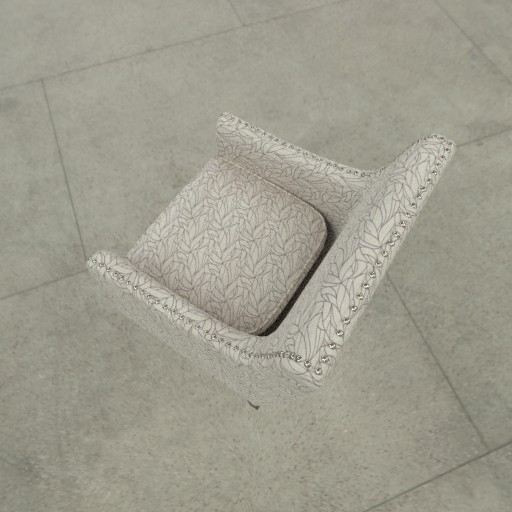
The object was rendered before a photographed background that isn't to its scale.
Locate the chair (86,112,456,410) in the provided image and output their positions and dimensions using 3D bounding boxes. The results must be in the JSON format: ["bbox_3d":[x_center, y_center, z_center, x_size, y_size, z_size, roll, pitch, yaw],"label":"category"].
[{"bbox_3d":[0.000,0.000,1.258,0.651,0.816,0.623,30,67,14],"label":"chair"}]
